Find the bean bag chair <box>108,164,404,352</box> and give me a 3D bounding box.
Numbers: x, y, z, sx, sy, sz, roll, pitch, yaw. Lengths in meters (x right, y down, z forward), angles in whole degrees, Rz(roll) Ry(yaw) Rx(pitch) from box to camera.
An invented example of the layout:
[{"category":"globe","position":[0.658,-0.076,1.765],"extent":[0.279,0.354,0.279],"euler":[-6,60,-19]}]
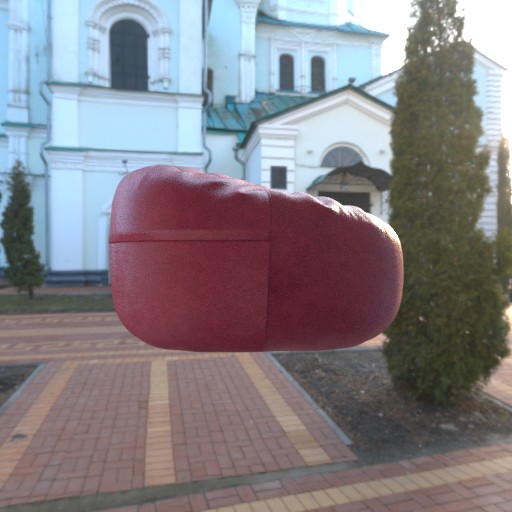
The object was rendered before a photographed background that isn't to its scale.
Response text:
[{"category":"bean bag chair","position":[0.000,0.000,2.435],"extent":[1.524,0.878,1.524],"euler":[0,0,0]}]
